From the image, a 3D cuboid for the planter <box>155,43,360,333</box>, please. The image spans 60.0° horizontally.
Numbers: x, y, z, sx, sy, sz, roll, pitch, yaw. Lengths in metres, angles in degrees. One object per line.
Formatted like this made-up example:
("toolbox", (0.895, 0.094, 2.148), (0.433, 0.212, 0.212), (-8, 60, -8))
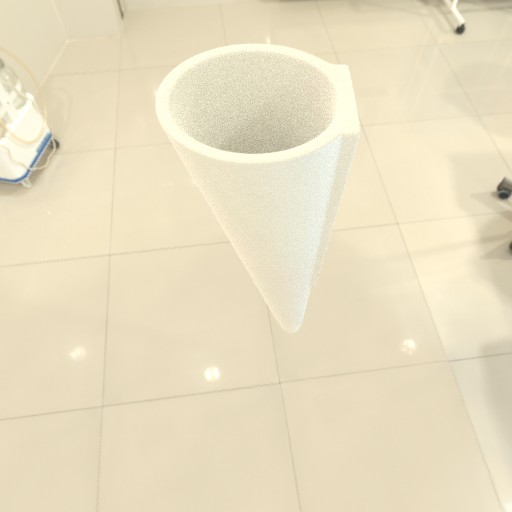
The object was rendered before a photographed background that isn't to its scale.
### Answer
("planter", (0.000, 0.000, 0.223), (0.064, 0.193, 0.057), (0, 58, 0))
